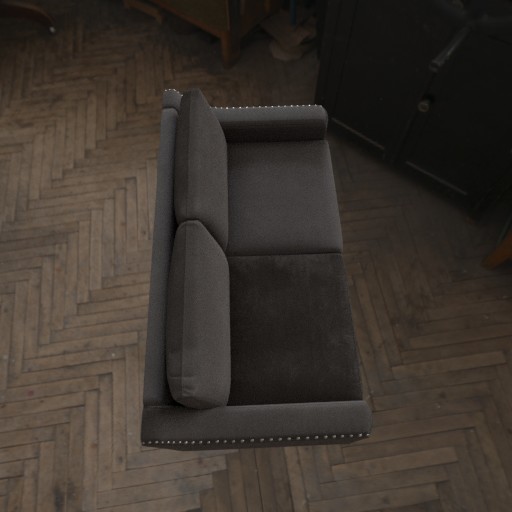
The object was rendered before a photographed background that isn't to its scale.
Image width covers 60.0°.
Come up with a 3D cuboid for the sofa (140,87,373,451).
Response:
[{"bbox_3d":[0.000,0.000,3.253,1.336,1.196,2.550,-2,64,-1],"label":"sofa"}]
